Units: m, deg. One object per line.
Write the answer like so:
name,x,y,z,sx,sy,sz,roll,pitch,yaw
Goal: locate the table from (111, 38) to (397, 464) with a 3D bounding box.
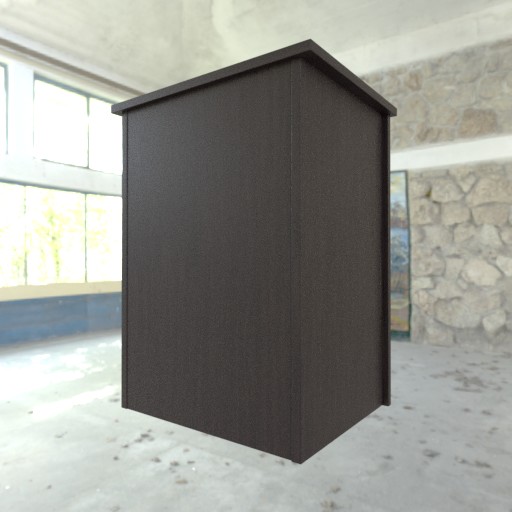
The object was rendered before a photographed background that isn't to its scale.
table,0.000,0.000,0.944,0.480,0.635,0.381,0,0,36
